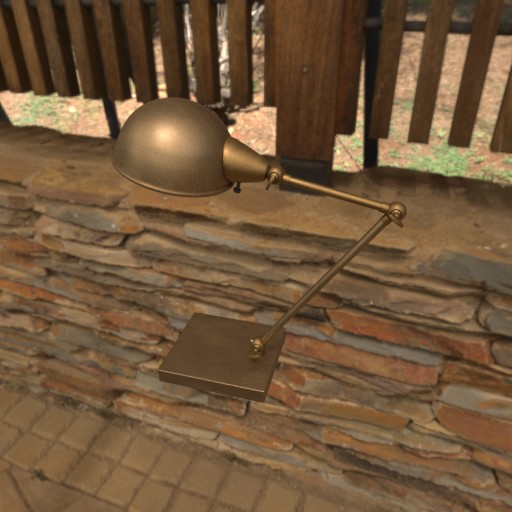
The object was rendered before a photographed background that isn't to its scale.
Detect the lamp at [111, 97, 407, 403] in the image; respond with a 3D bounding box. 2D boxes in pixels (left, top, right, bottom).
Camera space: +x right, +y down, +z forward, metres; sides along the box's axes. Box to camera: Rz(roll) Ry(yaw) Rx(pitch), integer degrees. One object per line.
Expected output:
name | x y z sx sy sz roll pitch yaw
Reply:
lamp | 0.000 0.000 0.559 0.339 0.371 0.149 8 31 13
